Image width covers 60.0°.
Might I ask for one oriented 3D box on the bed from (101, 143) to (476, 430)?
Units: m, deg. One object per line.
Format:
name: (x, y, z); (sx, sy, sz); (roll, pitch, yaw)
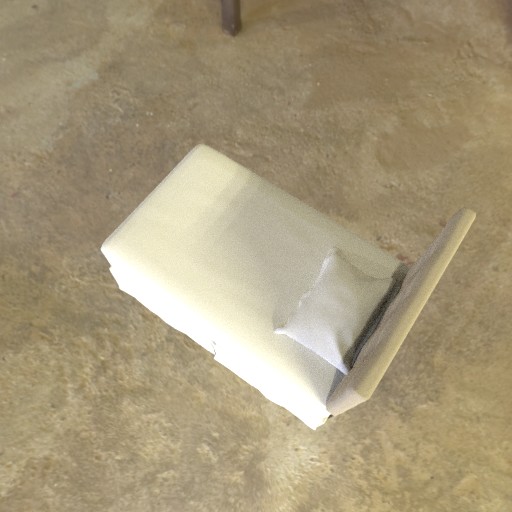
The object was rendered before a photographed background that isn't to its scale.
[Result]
bed: (0.000, 0.000, 3.006); (1.997, 1.571, 1.261); (33, 70, 14)
